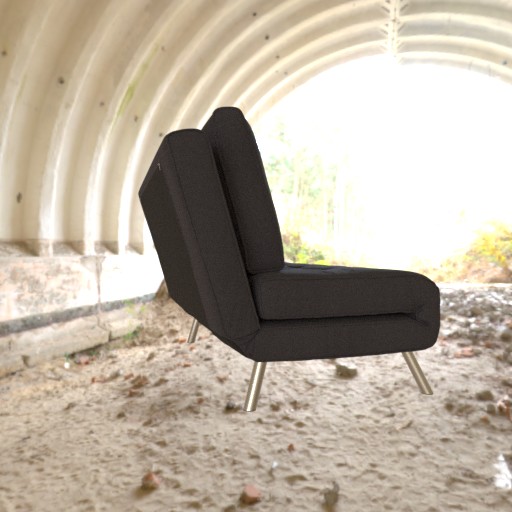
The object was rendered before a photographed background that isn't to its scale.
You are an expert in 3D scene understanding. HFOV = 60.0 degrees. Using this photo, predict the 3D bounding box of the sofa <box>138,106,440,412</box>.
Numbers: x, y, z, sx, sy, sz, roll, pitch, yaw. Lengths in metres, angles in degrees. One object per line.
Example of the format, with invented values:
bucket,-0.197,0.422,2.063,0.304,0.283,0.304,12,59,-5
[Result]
sofa,0.000,0.000,1.883,0.910,0.910,1.220,0,1,-18
